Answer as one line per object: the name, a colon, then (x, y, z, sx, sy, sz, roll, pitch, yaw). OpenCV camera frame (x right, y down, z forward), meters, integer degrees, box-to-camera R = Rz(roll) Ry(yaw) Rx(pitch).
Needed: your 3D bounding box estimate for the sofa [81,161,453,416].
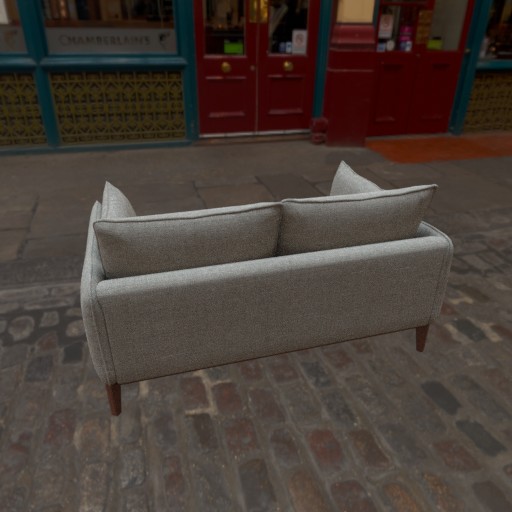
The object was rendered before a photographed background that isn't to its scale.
sofa: (0.000, 0.000, 2.196, 1.580, 0.851, 0.972, -8, 28, -14)
